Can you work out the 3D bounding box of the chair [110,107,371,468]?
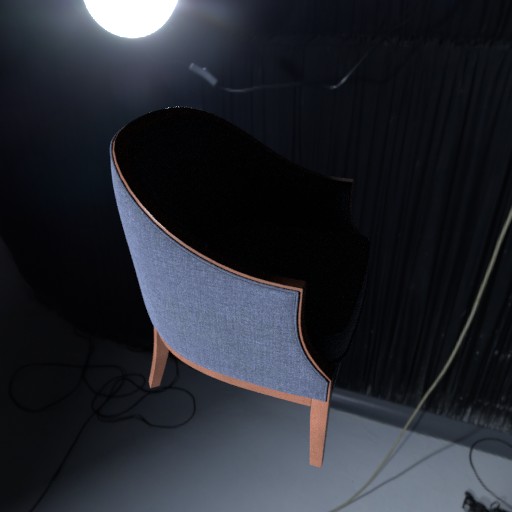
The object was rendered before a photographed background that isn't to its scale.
[{"bbox_3d":[0.000,0.000,1.475,0.735,0.876,0.803,10,31,17],"label":"chair"}]
